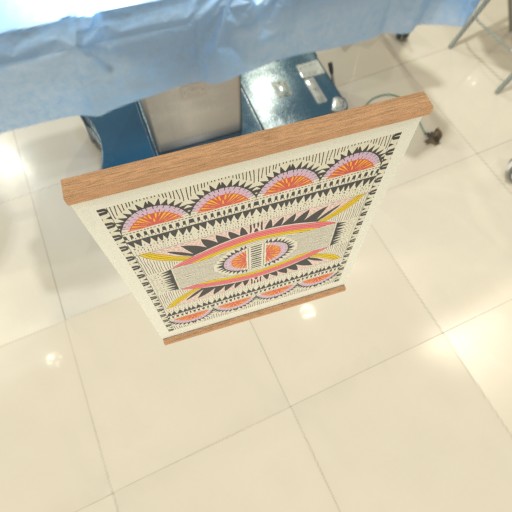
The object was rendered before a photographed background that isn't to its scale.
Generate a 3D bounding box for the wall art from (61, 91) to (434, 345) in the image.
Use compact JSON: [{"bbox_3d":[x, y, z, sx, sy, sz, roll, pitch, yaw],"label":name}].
[{"bbox_3d":[0.000,0.000,0.797,0.456,0.609,0.028,-16,65,-8],"label":"wall art"}]
